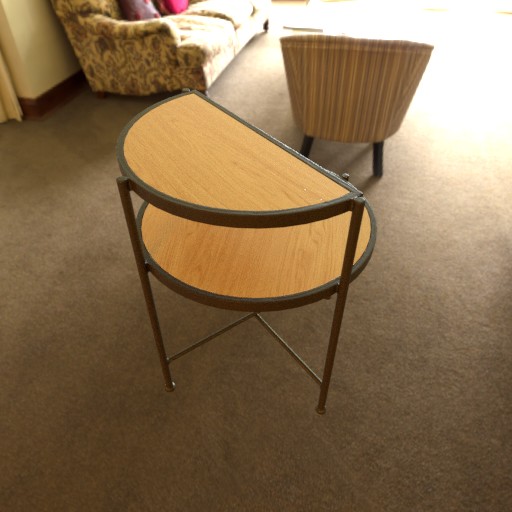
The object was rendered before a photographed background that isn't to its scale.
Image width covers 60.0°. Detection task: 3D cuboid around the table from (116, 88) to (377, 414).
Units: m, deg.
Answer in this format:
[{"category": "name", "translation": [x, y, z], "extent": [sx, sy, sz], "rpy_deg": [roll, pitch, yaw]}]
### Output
[{"category": "table", "translation": [0.000, 0.000, 1.157], "extent": [0.628, 0.684, 0.629], "rpy_deg": [-26, 48, -26]}]
